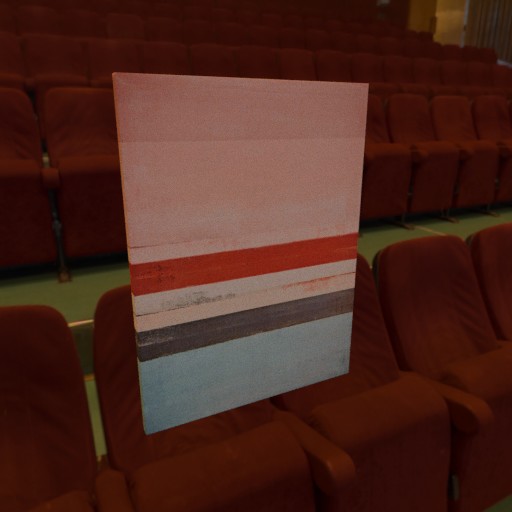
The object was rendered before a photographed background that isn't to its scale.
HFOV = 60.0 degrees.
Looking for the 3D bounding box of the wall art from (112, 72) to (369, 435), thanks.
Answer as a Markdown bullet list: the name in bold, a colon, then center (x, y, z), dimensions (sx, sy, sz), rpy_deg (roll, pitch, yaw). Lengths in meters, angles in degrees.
- **wall art**: center (0.000, 0.000, 1.368), dimensions (0.761, 1.016, 0.039), rpy_deg (-9, 19, -26)
